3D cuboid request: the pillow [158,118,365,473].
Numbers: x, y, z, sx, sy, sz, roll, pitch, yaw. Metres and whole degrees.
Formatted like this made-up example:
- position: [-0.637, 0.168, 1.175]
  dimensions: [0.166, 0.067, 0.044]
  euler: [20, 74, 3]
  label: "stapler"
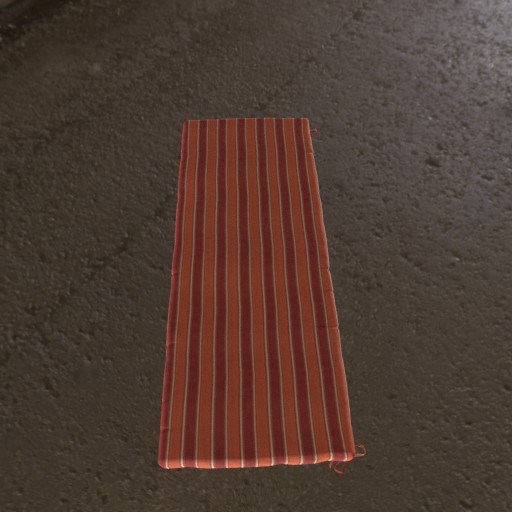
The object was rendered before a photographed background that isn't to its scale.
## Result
- position: [0.000, 0.000, 1.332]
  dimensions: [0.492, 0.081, 1.187]
  euler: [-2, 58, -1]
  label: "pillow"
